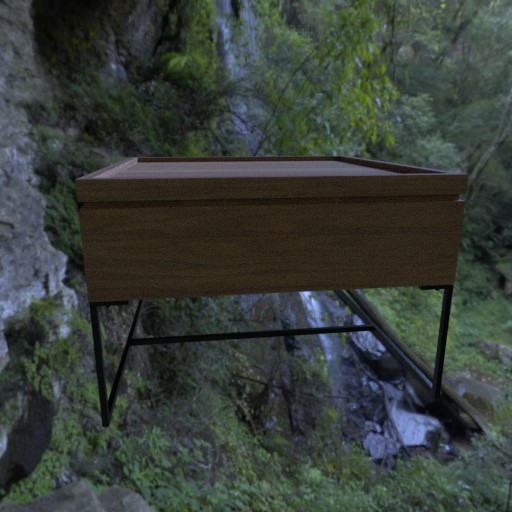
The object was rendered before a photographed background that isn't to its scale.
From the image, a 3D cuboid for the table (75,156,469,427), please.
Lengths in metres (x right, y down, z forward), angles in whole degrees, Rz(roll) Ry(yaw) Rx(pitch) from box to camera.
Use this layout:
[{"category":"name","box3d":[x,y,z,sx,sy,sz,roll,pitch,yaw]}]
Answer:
[{"category":"table","box3d":[0.000,0.000,1.134,0.679,0.464,0.676,-2,16,-8]}]
